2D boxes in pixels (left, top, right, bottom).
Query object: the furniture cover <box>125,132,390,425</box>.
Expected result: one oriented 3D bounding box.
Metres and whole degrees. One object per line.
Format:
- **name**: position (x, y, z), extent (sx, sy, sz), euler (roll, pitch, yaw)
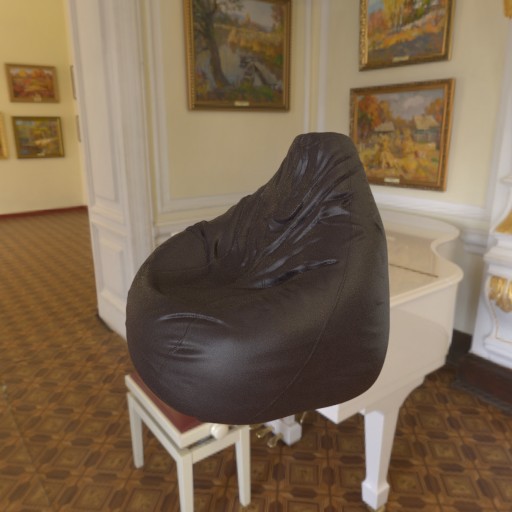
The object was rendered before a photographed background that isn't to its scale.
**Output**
- **furniture cover**: position (0.000, 0.000, 1.839), extent (1.070, 0.990, 1.070), euler (-7, 18, -24)
